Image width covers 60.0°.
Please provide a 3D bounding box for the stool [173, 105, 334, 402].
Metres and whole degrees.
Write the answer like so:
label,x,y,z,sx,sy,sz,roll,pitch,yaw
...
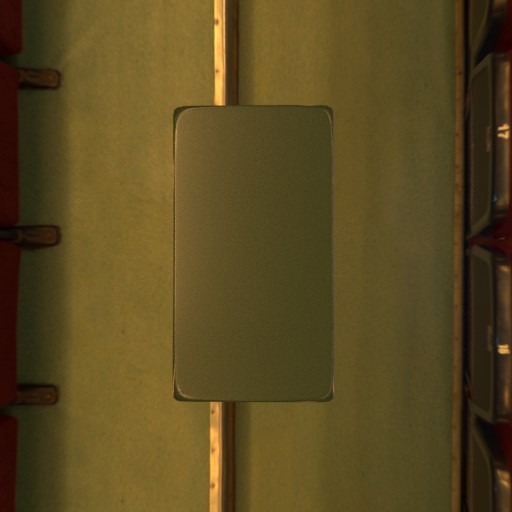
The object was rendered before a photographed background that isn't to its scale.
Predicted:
label,x,y,z,sx,sy,sz,roll,pitch,yaw
stool,0.000,0.000,1.027,0.476,0.737,0.457,0,89,1
